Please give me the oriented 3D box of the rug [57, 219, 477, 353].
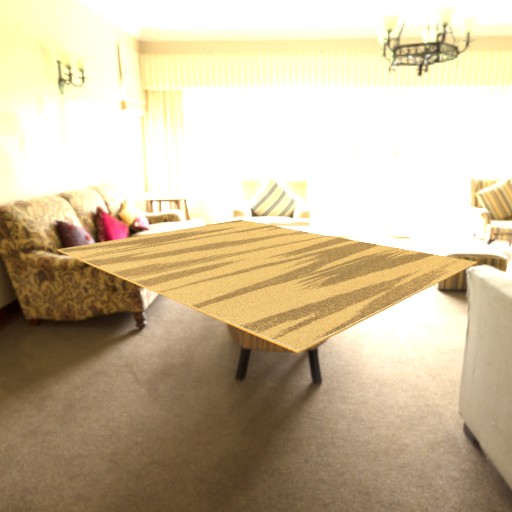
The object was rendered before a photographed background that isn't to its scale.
[{"bbox_3d":[0.000,0.000,3.944,2.353,0.014,2.945,-14,20,-43],"label":"rug"}]
